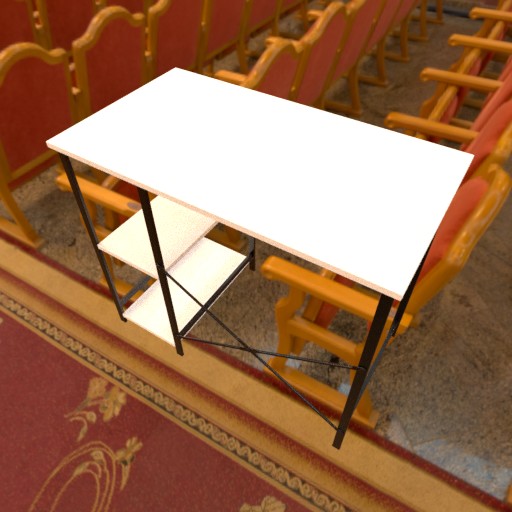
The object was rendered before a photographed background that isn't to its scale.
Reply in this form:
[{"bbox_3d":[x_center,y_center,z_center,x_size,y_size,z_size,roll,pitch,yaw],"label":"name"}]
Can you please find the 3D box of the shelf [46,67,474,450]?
[{"bbox_3d":[0.000,0.000,1.335,0.902,0.750,0.498,24,51,22],"label":"shelf"}]
